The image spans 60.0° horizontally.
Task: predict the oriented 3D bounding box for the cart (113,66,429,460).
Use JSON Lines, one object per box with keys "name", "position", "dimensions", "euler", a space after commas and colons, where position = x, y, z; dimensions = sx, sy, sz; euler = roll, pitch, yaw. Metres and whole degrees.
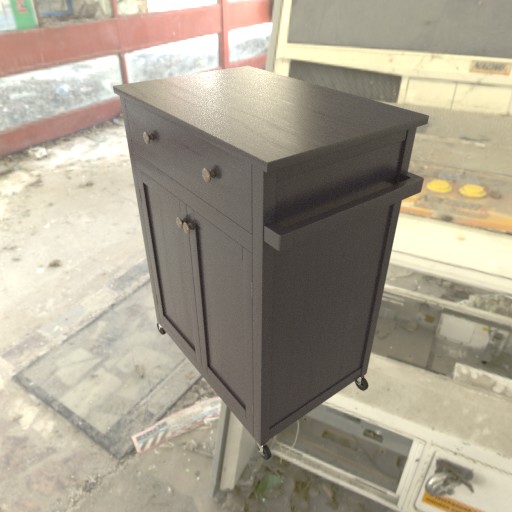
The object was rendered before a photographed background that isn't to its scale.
{"name": "cart", "position": [0.000, 0.000, 1.285], "dimensions": [0.449, 0.878, 0.690], "euler": [-23, 40, -30]}
